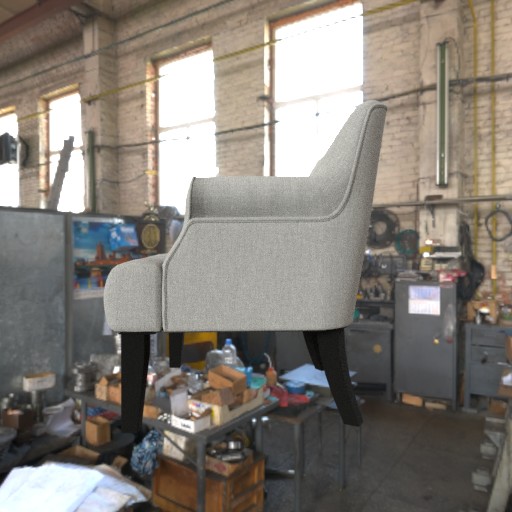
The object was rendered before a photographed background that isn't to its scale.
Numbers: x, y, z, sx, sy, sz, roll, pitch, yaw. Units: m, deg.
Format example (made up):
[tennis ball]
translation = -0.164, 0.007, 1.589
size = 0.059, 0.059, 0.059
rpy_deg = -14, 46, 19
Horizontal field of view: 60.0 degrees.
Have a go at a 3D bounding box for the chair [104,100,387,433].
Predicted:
[chair]
translation = 0.000, 0.000, 1.438
size = 0.755, 0.880, 0.772
rpy_deg = 0, 0, 0
